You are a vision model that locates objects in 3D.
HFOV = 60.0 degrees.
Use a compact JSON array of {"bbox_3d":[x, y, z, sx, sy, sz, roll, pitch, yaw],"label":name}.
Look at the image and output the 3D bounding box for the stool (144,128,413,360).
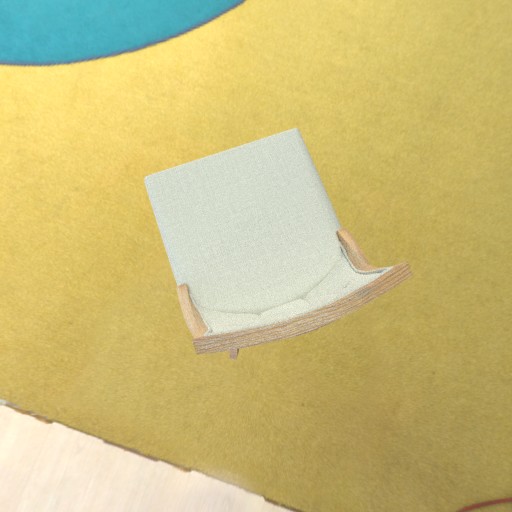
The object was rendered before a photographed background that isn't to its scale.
[{"bbox_3d":[0.000,0.000,1.424,0.524,1.101,0.626,-19,75,-5],"label":"stool"}]
